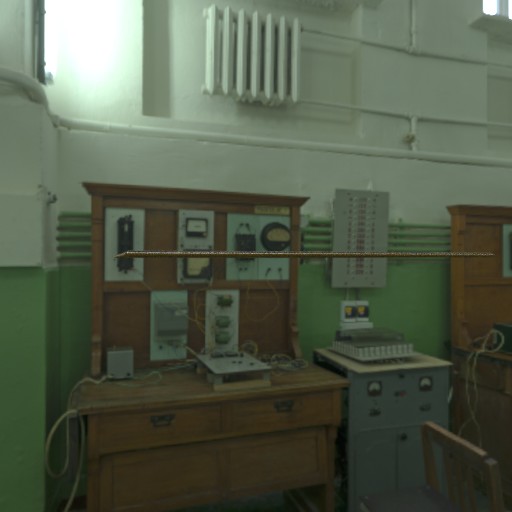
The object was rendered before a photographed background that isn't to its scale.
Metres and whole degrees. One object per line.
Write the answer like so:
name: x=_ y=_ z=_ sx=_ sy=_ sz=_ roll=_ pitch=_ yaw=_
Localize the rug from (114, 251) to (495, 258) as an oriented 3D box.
rug: x=0.000 y=0.000 z=4.078 sx=2.435 sy=0.031 sz=3.040 roll=0 pitch=0 yaw=-19
